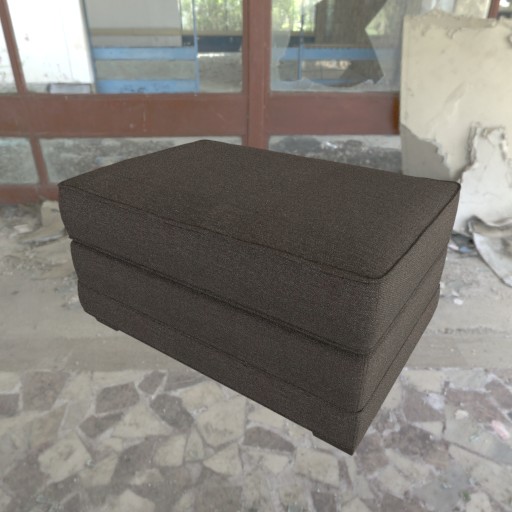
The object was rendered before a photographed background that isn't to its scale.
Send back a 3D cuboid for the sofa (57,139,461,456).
[{"bbox_3d":[0.000,0.000,1.181,0.854,0.457,0.578,18,33,30],"label":"sofa"}]
